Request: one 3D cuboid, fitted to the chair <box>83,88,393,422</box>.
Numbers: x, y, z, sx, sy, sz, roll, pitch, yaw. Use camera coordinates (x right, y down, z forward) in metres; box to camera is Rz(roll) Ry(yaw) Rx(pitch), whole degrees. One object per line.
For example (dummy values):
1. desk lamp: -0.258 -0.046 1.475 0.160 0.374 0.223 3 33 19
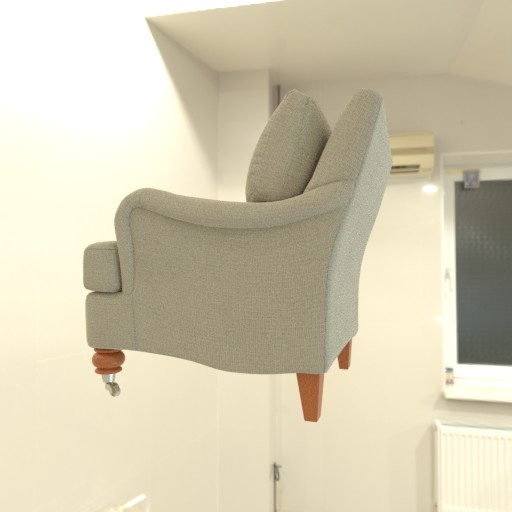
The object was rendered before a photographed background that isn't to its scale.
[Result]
1. chair: 0.000 0.000 1.846 1.070 1.038 0.955 0 -1 19
